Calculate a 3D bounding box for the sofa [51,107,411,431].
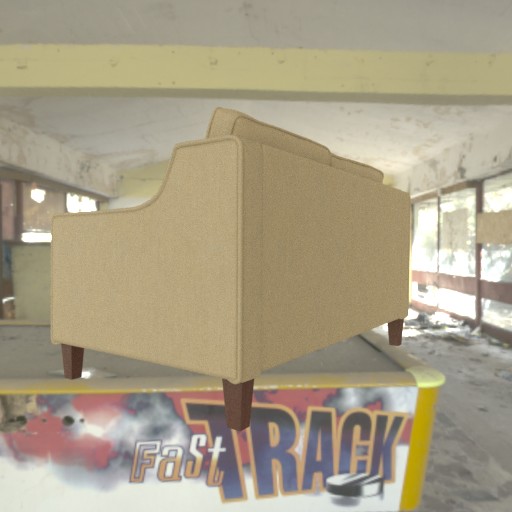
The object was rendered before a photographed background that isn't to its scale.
[{"bbox_3d":[0.000,0.000,2.091,0.987,0.971,1.501,1,1,36],"label":"sofa"}]
